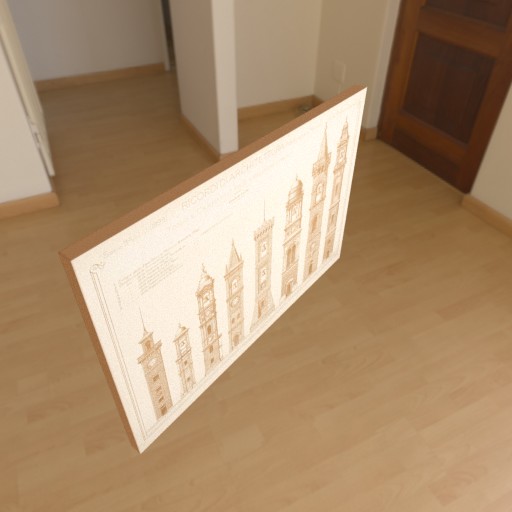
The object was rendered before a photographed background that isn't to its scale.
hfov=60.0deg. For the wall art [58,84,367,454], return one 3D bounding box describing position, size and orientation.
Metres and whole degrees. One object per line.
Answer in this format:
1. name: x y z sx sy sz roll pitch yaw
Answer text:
1. wall art: 0.000 0.000 1.131 0.033 0.608 0.915 28 48 28
